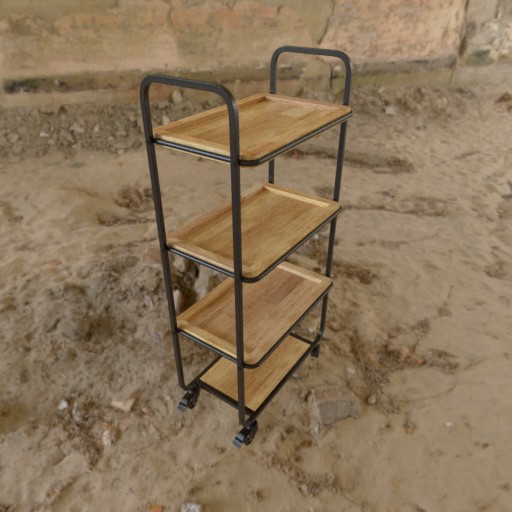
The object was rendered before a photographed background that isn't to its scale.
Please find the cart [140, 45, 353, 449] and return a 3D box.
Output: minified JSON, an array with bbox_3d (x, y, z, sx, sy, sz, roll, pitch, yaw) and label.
[{"bbox_3d":[0.000,0.000,1.326,0.321,1.080,0.545,21,38,29],"label":"cart"}]
